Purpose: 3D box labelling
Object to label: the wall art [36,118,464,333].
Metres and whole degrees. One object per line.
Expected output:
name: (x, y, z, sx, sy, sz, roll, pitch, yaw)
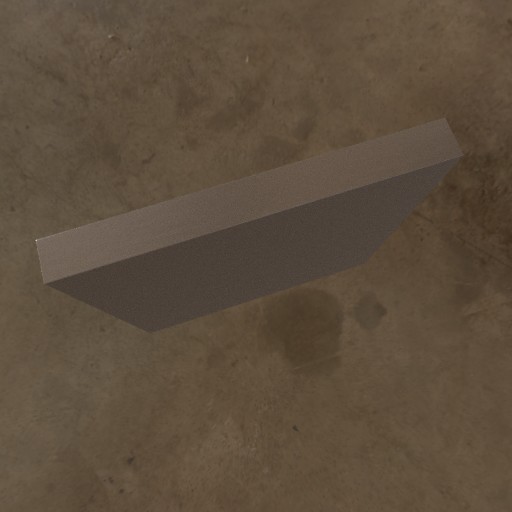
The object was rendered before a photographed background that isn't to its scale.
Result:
wall art: (0.000, 0.000, 0.524, 0.350, 0.350, 0.038, -18, 75, -5)
